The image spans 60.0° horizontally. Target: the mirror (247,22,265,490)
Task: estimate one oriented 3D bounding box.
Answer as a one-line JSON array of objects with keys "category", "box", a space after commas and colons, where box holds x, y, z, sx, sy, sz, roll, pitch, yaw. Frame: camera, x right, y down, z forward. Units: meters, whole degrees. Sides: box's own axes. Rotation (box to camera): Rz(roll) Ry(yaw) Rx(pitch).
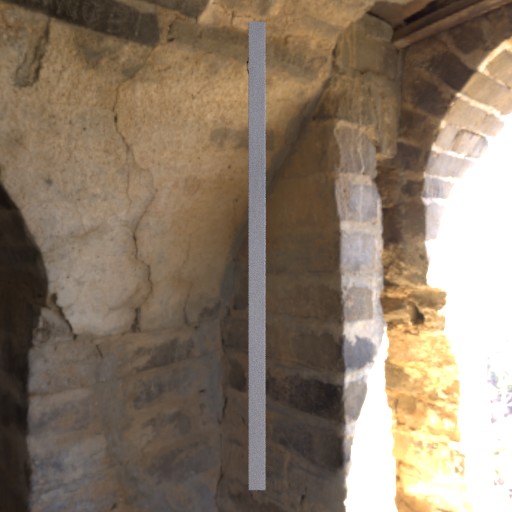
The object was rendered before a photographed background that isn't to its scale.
[{"category": "mirror", "box": [0.000, 0.000, 1.342, 0.041, 1.016, 0.762, 0, 0, 0]}]
